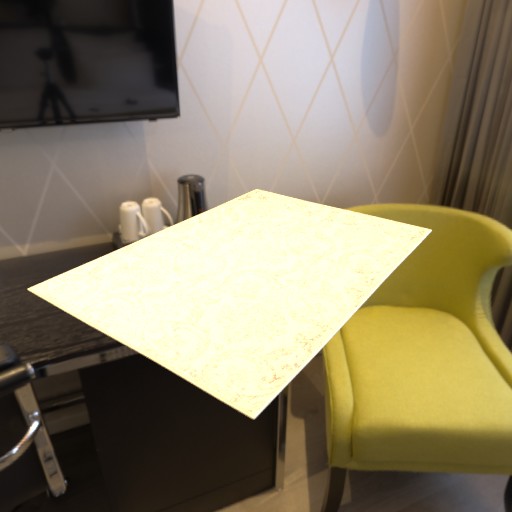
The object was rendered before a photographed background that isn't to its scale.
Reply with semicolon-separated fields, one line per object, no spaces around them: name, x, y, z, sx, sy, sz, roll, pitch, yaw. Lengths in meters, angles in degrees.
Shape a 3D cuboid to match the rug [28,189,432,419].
rug;0.000;0.000;2.880;1.598;0.014;2.202;18;32;32
